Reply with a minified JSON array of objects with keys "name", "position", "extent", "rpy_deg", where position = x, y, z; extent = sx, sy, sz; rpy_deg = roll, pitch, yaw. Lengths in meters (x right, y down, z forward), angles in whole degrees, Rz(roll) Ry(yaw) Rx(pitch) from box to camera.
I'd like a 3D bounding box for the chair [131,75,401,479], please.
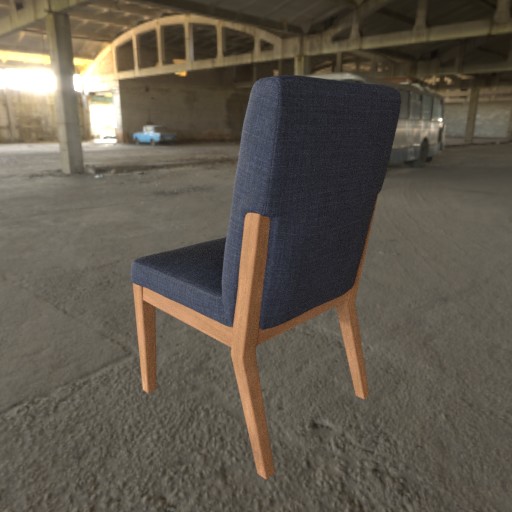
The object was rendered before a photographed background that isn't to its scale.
[{"name":"chair","position":[0.000,0.000,1.274],"extent":[0.586,0.911,0.507],"rpy_deg":[16,23,42]}]
